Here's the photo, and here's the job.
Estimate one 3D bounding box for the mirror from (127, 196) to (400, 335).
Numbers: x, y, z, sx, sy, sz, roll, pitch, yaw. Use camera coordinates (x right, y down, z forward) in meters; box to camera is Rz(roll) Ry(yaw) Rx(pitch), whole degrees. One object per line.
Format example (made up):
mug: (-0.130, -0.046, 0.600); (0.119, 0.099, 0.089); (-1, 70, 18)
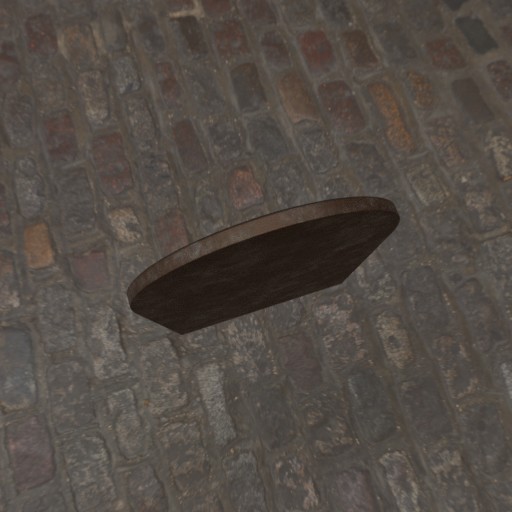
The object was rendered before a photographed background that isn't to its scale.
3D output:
mirror: (0.000, 0.000, 0.974); (0.510, 0.770, 0.137); (-17, 76, -4)
